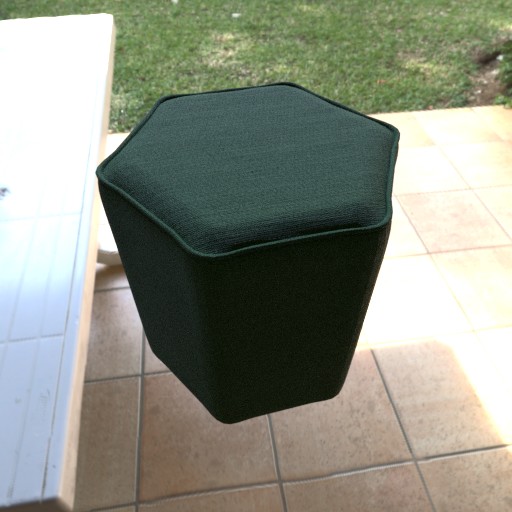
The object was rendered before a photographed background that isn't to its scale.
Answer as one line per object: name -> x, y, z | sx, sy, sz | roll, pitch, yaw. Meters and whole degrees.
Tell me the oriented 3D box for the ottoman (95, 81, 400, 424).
ottoman -> 0.000, 0.000, 0.871 | 0.499, 0.507, 0.444 | -11, 47, -10
